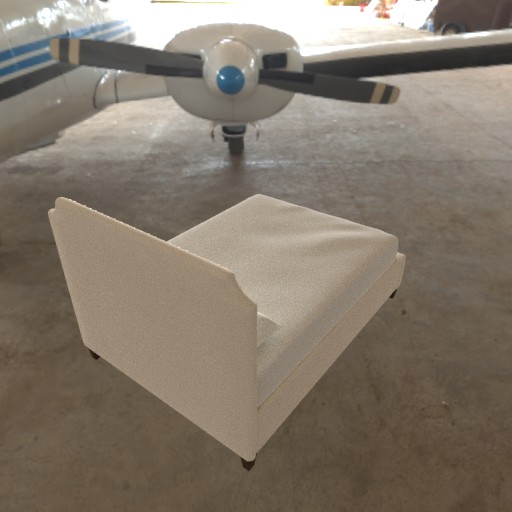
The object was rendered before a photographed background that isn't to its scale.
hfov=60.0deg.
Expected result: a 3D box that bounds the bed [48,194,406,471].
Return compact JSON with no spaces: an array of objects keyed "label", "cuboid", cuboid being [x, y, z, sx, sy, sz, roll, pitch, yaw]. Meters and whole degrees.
[{"label":"bed","cuboid":[0.000,0.000,3.560,1.712,1.443,2.365,22,38,31]}]
